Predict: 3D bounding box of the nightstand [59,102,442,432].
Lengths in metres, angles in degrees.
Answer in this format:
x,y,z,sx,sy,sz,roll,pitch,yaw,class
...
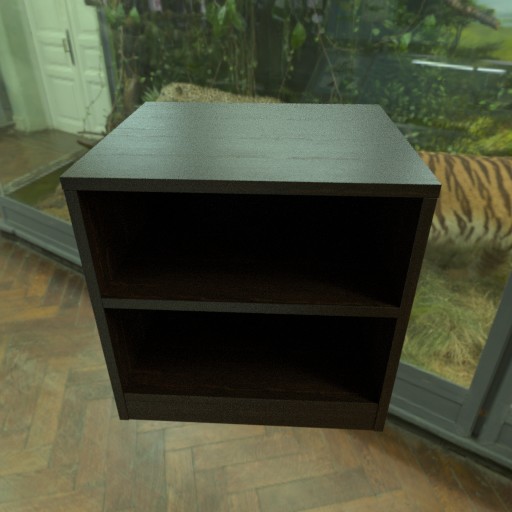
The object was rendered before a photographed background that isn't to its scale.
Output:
x,y,z,sx,sy,sz,roll,pitch,yaw,class
0.000,0.000,0.872,0.489,0.487,0.427,2,32,3,nightstand
